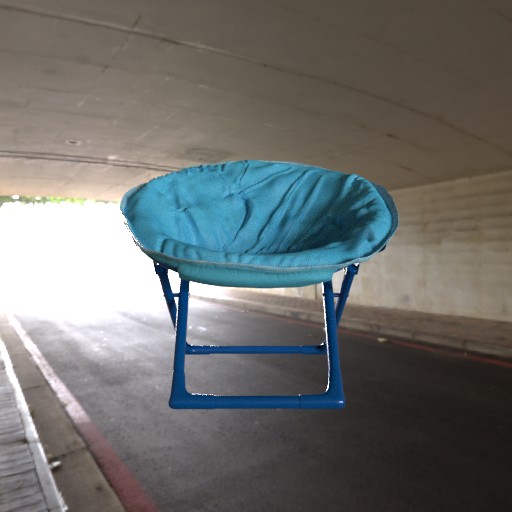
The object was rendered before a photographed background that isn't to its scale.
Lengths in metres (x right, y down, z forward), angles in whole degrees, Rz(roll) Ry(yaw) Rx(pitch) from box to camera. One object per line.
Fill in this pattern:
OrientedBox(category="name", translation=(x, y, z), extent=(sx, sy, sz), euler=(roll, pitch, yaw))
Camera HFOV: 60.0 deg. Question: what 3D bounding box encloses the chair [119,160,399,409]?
OrientedBox(category="chair", translation=(0.000, 0.000, 0.872), extent=(0.520, 0.478, 0.465), euler=(0, 0, 0))
